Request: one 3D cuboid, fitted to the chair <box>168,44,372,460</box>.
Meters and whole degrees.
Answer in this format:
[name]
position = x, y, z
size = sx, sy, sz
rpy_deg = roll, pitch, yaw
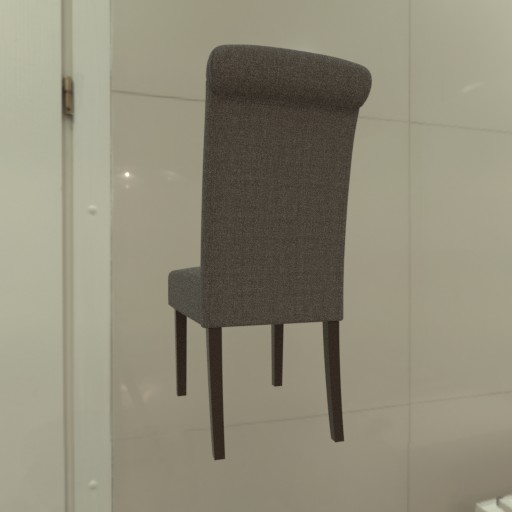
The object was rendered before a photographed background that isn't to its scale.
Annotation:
[chair]
position = 0.000, 0.000, 1.360
size = 0.456, 1.006, 0.671
rpy_deg = 0, 1, -18
